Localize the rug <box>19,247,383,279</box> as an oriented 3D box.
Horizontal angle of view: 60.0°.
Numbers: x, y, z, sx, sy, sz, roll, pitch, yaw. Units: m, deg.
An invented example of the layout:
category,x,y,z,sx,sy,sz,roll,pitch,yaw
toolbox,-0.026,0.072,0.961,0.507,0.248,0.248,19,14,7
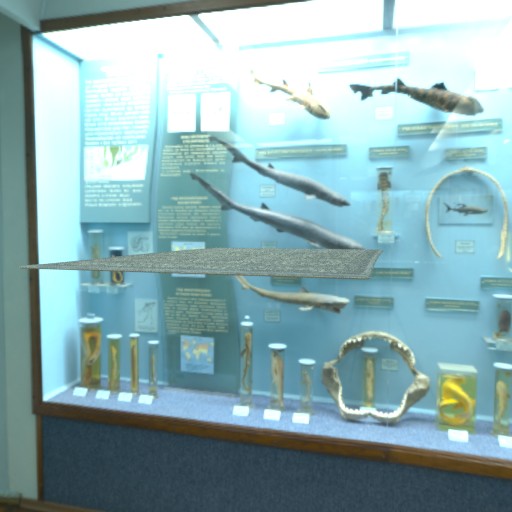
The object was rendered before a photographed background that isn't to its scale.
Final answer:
category,x,y,z,sx,sy,sz,roll,pitch,yaw
rug,0.000,0.000,2.278,1.224,0.016,1.830,1,3,17
